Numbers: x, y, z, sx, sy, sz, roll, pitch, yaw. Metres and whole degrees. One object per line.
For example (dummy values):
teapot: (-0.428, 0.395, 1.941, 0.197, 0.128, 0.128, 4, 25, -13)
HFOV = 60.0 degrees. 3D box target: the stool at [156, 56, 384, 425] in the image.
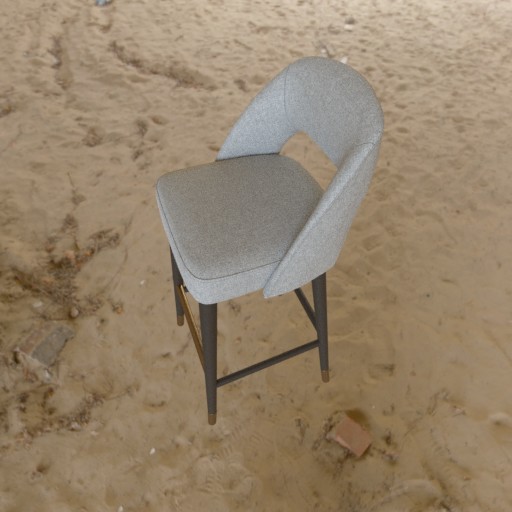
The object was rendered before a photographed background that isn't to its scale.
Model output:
stool: (0.000, 0.000, 1.323, 0.509, 1.037, 0.494, -16, 49, -14)
